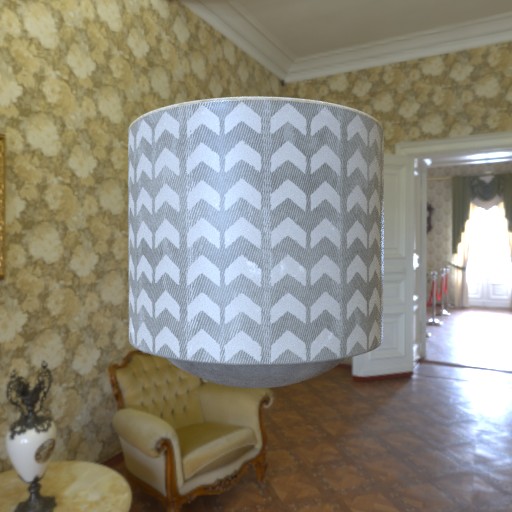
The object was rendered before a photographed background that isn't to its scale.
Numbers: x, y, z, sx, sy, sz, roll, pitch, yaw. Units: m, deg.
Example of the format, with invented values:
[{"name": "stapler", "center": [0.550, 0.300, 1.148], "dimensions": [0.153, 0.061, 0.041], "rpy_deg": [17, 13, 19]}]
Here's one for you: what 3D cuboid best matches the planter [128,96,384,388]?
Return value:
[{"name": "planter", "center": [0.000, 0.000, 0.453], "dimensions": [0.250, 0.239, 0.250], "rpy_deg": [0, 1, 0]}]
